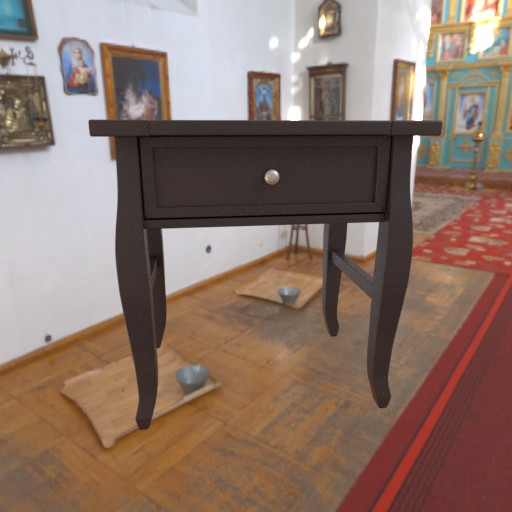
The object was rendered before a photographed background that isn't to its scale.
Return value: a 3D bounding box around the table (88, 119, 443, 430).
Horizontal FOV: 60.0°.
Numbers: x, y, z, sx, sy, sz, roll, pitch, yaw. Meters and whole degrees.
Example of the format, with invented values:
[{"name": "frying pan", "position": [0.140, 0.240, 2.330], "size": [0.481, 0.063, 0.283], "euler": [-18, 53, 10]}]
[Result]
[{"name": "table", "position": [0.000, 0.000, 1.043], "size": [0.602, 0.605, 0.460], "euler": [-2, 16, -8]}]
